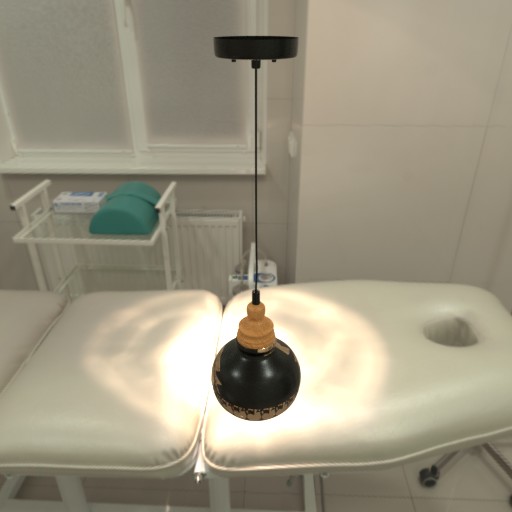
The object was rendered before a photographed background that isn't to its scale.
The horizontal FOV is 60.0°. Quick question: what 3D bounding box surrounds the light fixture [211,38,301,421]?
[{"bbox_3d":[0.000,0.000,1.815,0.430,1.606,0.430,1,29,2],"label":"light fixture"}]
